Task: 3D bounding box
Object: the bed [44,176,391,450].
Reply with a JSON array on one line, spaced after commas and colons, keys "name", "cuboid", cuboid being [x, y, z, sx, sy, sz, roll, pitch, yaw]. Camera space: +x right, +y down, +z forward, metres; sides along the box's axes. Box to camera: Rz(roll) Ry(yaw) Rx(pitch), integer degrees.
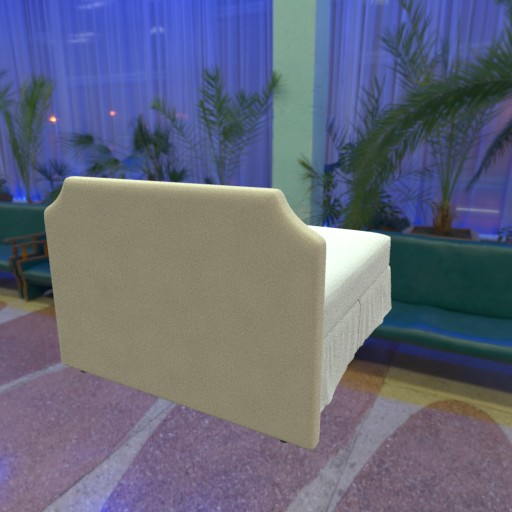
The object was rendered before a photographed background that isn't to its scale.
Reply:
[{"name": "bed", "cuboid": [0.000, 0.000, 3.347, 1.827, 1.296, 2.209, 8, 17, 27]}]
